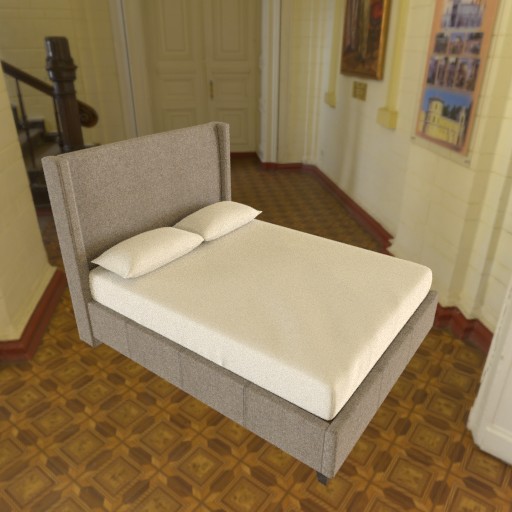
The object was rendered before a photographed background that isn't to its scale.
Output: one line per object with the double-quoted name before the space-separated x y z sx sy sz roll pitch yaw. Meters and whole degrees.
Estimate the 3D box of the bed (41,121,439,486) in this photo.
"bed" 0.000 0.000 3.236 2.245 1.481 1.714 18 32 32
